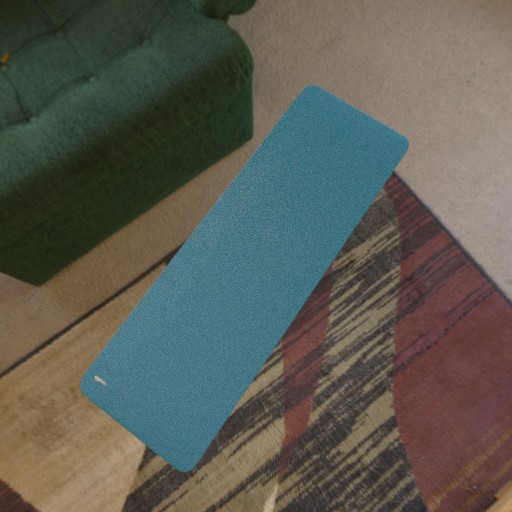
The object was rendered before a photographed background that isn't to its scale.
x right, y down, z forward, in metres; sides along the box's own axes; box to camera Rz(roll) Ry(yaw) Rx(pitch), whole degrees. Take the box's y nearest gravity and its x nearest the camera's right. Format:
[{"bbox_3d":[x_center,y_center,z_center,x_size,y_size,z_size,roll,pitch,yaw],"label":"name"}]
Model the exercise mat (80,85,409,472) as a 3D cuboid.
[{"bbox_3d":[0.000,0.000,2.063,0.616,0.021,1.869,34,78,8],"label":"exercise mat"}]
